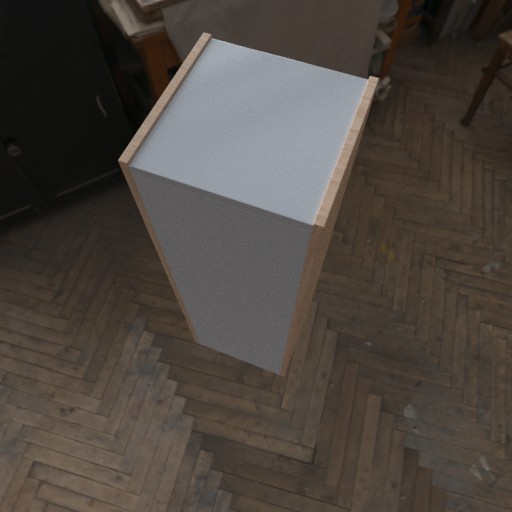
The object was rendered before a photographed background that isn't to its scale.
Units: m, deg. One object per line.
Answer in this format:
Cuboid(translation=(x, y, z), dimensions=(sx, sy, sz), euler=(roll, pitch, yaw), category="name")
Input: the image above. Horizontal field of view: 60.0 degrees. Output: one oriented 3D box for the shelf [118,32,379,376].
Cuboid(translation=(0.000, 0.000, 1.054), dimensions=(0.300, 0.900, 0.290), euler=(19, 64, 9), category="shelf")
